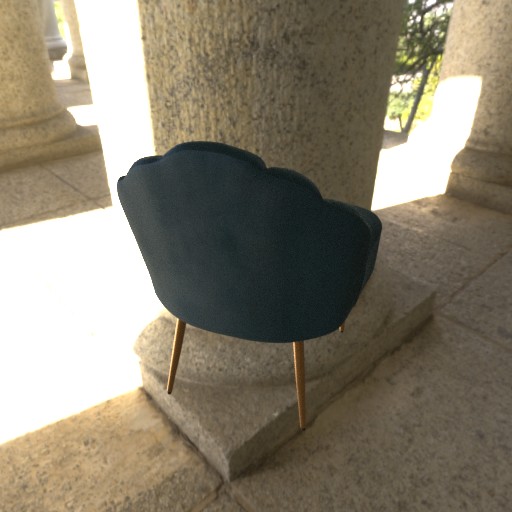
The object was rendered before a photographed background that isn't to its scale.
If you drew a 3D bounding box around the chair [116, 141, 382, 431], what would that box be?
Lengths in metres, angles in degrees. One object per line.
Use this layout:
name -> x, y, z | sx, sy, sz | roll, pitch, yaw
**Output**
chair -> 0.000, 0.000, 1.262 | 0.657, 0.819, 0.599 | 10, 33, 15
